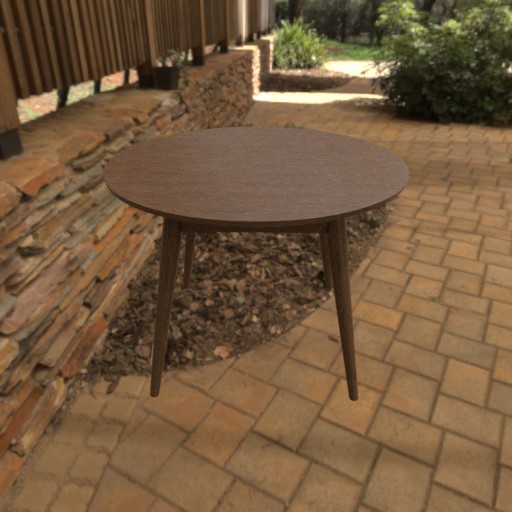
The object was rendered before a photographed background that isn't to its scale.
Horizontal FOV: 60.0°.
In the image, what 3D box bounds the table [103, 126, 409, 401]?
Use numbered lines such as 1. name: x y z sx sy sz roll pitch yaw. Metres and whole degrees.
1. table: 0.000 0.000 1.783 1.053 0.786 1.053 0 29 0
